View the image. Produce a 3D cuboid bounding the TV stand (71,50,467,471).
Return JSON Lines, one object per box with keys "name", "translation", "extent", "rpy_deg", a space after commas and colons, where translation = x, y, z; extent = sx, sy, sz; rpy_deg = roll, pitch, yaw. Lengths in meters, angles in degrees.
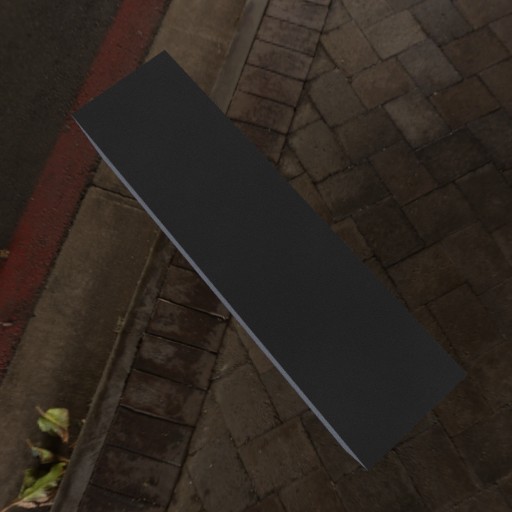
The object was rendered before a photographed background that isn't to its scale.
{"name": "TV stand", "translation": [0.000, 0.000, 1.618], "extent": [0.400, 0.560, 1.400], "rpy_deg": [-39, 79, -9]}
